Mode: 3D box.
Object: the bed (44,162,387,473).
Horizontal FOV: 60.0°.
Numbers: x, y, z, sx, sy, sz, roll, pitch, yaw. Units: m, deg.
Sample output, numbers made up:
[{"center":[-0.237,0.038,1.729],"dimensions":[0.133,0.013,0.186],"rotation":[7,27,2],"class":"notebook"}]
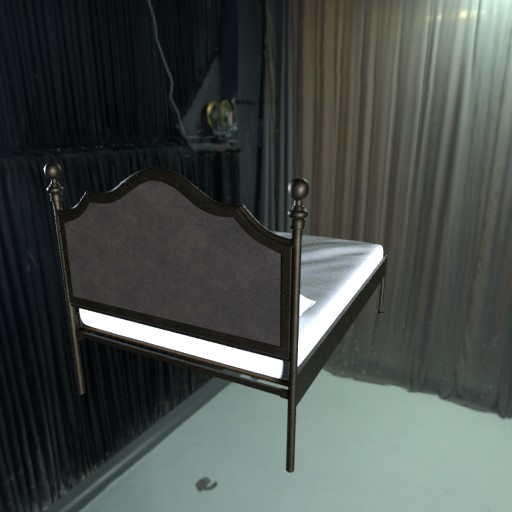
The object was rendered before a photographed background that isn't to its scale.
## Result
[{"center":[0.000,0.000,3.211],"dimensions":[1.533,1.462,2.170],"rotation":[9,19,26],"class":"bed"}]
